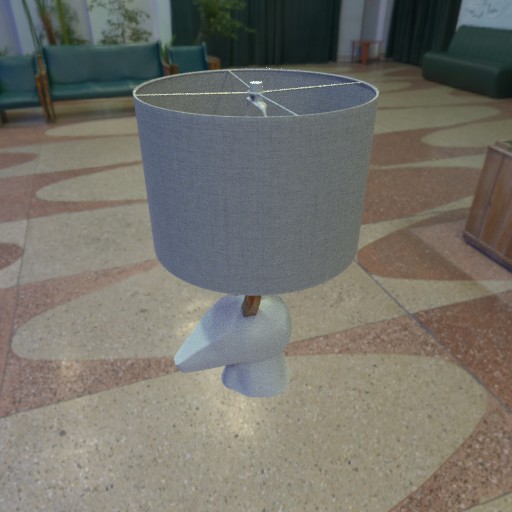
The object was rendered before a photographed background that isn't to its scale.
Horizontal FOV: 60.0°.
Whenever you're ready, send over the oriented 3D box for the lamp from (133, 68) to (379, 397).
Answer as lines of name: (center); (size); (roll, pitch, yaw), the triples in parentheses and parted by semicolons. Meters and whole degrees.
lamp: (0.000, 0.000, 0.679); (0.298, 0.503, 0.298); (-9, 32, -14)
